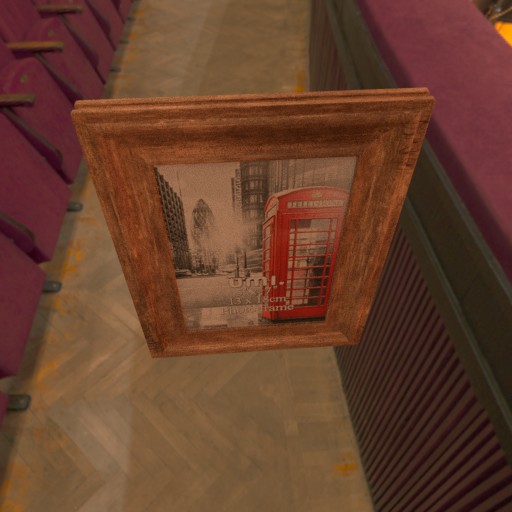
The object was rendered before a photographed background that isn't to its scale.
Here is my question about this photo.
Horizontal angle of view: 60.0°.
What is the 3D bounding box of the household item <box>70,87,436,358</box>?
[{"bbox_3d":[0.000,0.000,0.316,0.186,0.237,0.018,-3,47,-3],"label":"household item"}]
